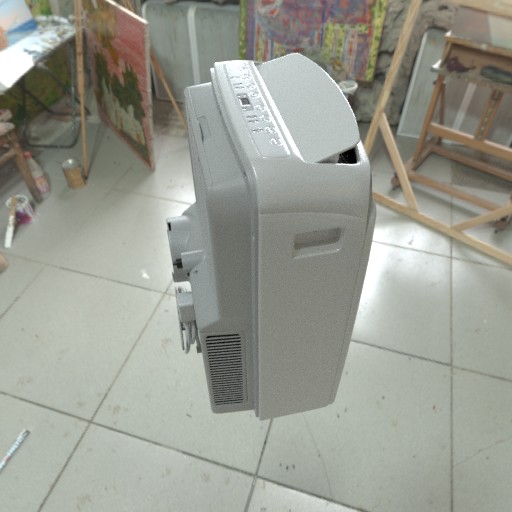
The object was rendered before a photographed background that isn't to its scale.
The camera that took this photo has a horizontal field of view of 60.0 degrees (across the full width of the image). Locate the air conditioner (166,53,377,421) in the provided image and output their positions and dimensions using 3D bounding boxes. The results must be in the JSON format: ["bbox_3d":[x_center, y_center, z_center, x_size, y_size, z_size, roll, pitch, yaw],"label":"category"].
[{"bbox_3d":[0.000,0.000,1.027,0.414,0.786,0.449,-9,47,-9],"label":"air conditioner"}]
